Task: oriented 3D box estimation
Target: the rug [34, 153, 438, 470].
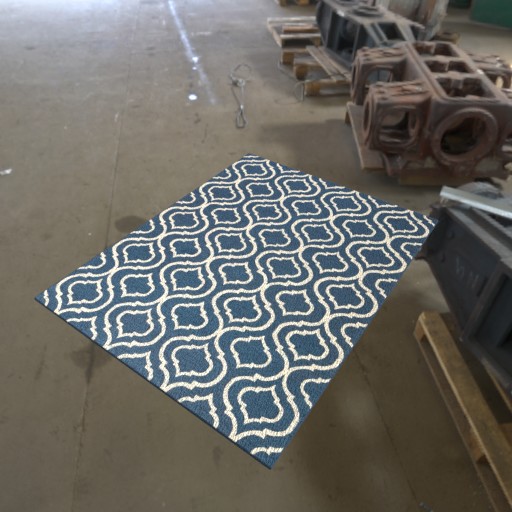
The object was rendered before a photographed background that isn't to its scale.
[{"bbox_3d":[0.000,0.000,3.892,2.270,0.020,2.881,25,48,26],"label":"rug"}]
